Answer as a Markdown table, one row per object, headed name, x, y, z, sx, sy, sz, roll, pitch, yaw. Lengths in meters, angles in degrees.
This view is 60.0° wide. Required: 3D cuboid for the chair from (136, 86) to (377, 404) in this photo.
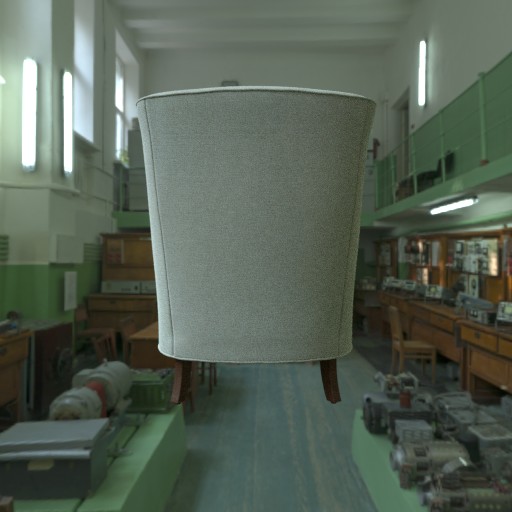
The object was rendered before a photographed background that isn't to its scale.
| name | x | y | z | sx | sy | sz | roll | pitch | yaw |
| --- | --- | --- | --- | --- | --- | --- | --- | --- | --- |
| chair | 0.000 | 0.000 | 1.774 | 0.838 | 1.040 | 0.966 | 0 | 0 | -1 |
